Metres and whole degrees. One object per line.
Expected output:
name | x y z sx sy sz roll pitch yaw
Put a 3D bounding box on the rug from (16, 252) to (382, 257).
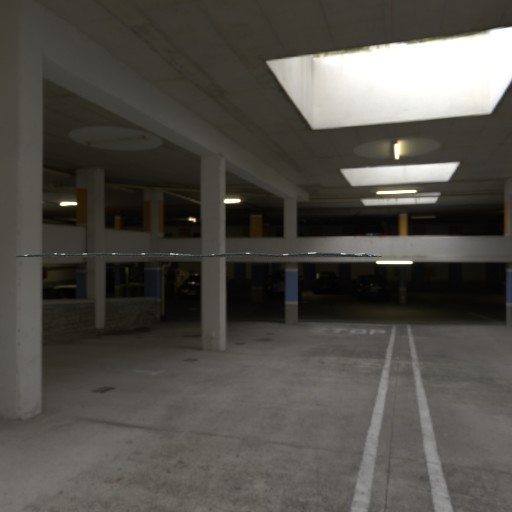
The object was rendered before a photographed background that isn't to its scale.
rug | 0.000 0.000 2.960 1.529 0.017 2.448 0 0 18
